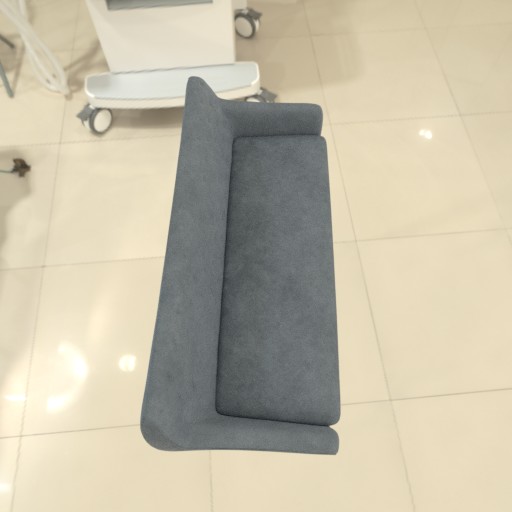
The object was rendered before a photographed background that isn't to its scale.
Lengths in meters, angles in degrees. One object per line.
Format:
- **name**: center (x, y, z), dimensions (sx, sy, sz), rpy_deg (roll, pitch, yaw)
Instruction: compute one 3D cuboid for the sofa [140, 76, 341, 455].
- **sofa**: center (0.000, 0.000, 2.406), dimensions (0.841, 0.832, 1.975), rpy_deg (2, 63, 1)
